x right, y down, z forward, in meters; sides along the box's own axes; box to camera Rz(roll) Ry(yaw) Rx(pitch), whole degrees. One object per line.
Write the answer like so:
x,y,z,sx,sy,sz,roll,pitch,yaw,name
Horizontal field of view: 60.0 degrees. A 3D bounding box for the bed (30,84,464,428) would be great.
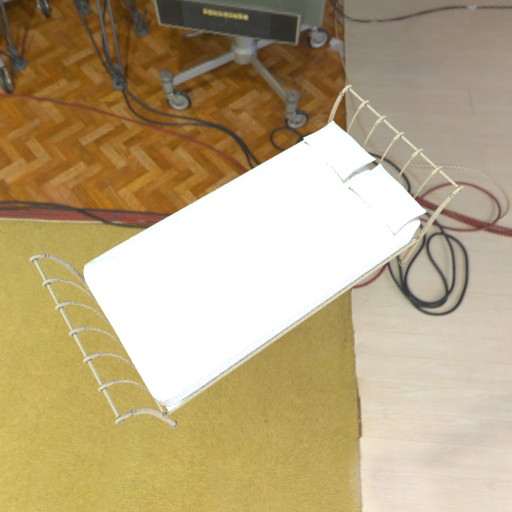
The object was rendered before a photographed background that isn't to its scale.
0.000,0.000,2.817,2.228,0.873,1.032,-32,68,-15,bed
